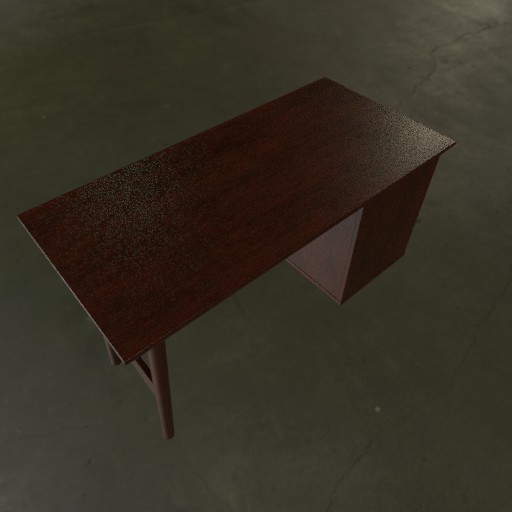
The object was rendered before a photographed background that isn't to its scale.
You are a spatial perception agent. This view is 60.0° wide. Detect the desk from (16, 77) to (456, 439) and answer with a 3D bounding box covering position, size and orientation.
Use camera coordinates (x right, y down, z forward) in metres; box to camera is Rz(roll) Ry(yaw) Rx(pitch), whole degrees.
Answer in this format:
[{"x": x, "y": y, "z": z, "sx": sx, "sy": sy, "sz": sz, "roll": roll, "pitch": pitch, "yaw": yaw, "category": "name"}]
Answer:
[{"x": 0.000, "y": 0.000, "z": 1.667, "sx": 1.277, "sy": 0.758, "sz": 0.612, "roll": -33, "pitch": 56, "yaw": -26, "category": "desk"}]
